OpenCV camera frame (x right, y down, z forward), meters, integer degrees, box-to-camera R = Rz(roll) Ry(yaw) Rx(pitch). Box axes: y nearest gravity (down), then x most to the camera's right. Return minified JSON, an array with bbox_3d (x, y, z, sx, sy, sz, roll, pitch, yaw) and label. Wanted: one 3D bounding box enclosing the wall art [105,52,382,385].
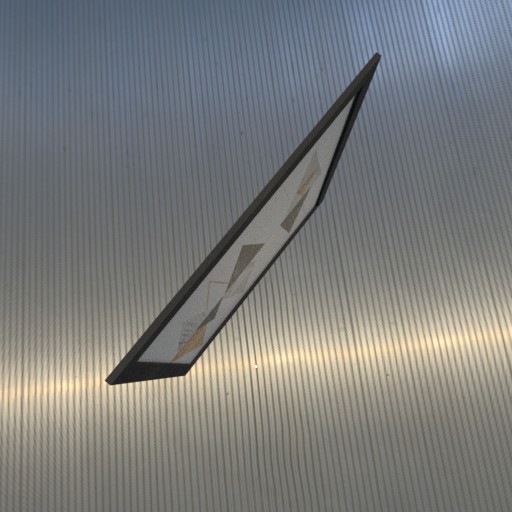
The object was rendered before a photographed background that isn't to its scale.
[{"bbox_3d":[0.000,0.000,1.231,0.013,0.823,0.823,37,79,9],"label":"wall art"}]
